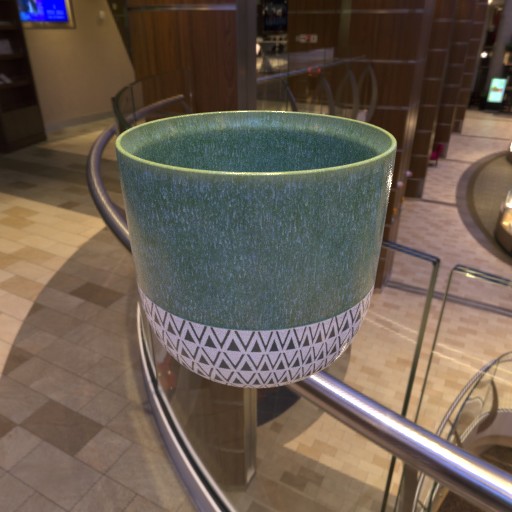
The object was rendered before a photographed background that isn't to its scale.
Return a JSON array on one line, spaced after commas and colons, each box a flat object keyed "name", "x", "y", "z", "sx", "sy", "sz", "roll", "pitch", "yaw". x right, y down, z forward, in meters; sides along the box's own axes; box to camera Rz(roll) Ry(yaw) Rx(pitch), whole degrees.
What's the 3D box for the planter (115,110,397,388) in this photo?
[{"name": "planter", "x": 0.000, "y": 0.000, "z": 0.495, "sx": 0.266, "sy": 0.270, "sz": 0.266, "roll": 0, "pitch": 27, "yaw": 0}]
